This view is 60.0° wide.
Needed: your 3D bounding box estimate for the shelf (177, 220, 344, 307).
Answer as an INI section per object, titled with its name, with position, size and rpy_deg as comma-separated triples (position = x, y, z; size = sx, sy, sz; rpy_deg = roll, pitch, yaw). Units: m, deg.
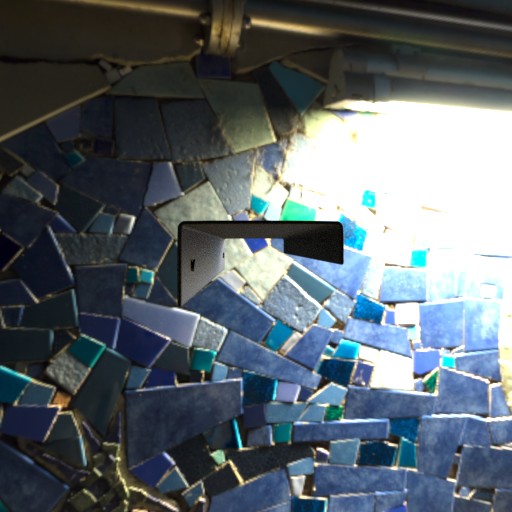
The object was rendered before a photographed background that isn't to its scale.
[shelf]
position = 0.000, 0.000, 0.496
size = 0.102, 0.053, 0.456
rpy_deg = 0, 1, -1
